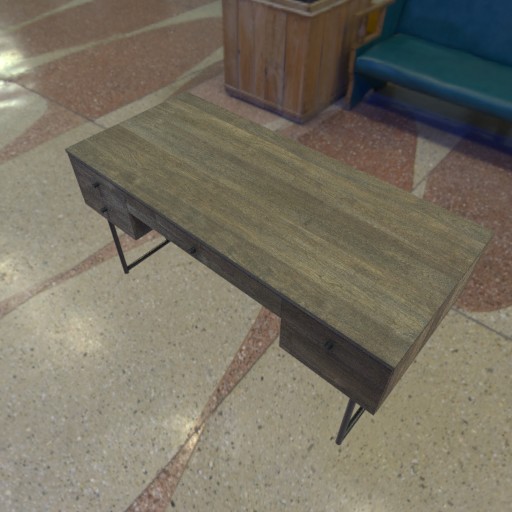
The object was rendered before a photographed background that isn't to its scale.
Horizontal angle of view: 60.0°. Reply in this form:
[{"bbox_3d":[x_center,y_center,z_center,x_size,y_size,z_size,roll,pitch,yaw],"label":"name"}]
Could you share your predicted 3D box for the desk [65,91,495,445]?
[{"bbox_3d":[0.000,0.000,2.015,1.600,0.780,0.730,32,54,27],"label":"desk"}]
